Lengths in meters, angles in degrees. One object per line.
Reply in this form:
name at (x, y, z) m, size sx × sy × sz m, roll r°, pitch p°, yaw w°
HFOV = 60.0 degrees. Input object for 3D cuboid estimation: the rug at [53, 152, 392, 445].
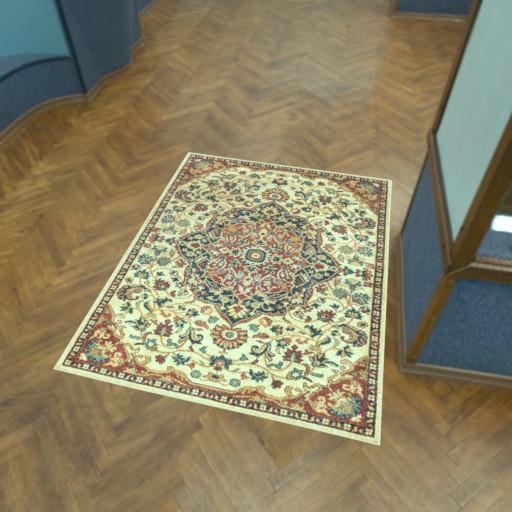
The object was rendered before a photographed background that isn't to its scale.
rug at (0.000, 0.000, 4.218) m, size 2.454 × 0.005 × 3.067 m, roll 10°, pitch 47°, yaw 9°
